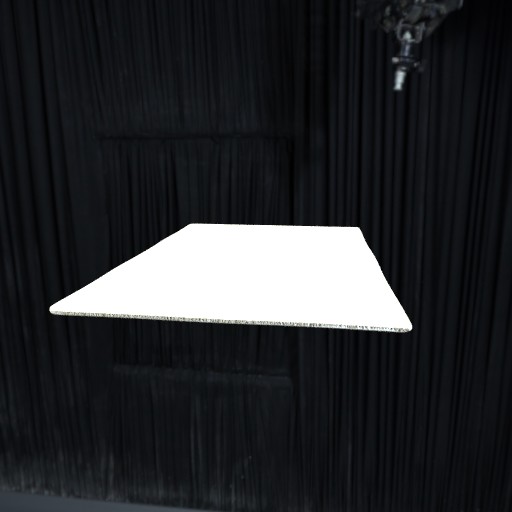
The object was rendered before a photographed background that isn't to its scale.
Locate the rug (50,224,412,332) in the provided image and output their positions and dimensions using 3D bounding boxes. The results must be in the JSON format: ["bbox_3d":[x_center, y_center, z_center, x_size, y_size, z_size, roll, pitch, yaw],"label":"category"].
[{"bbox_3d":[0.000,0.000,3.425,1.798,0.025,2.698,2,14,7],"label":"rug"}]
